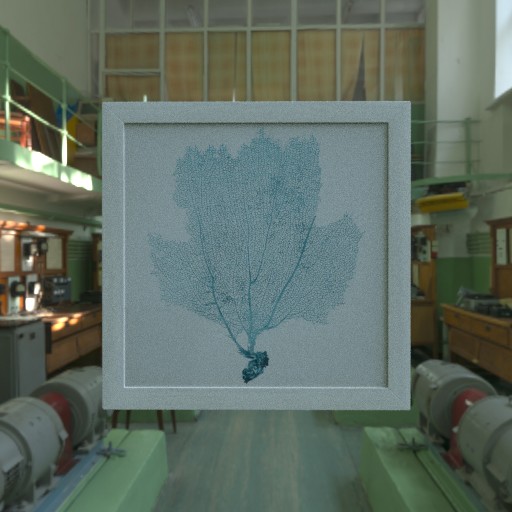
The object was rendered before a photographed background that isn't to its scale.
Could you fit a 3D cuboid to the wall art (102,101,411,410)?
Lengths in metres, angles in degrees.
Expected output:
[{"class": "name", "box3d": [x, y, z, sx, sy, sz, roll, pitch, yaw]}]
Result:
[{"class": "wall art", "box3d": [0.000, 0.000, 0.846, 0.584, 0.584, 0.013, 0, 0, 0]}]
